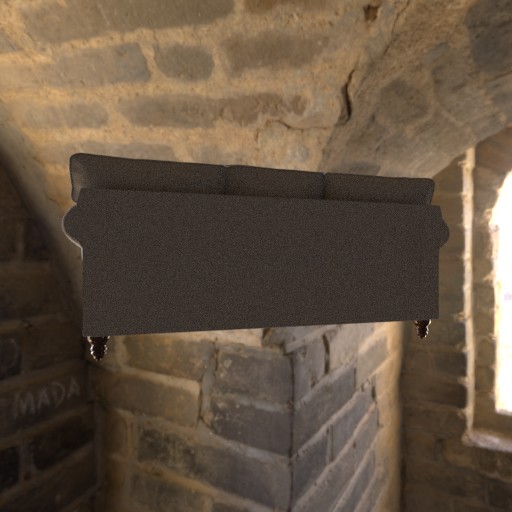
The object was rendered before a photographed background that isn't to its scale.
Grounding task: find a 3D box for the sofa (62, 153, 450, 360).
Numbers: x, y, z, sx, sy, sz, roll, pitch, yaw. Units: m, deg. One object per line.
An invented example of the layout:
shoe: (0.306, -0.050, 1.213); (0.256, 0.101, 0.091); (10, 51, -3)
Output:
sofa: (0.000, 0.000, 2.654); (2.084, 0.961, 0.916); (0, -1, -18)
